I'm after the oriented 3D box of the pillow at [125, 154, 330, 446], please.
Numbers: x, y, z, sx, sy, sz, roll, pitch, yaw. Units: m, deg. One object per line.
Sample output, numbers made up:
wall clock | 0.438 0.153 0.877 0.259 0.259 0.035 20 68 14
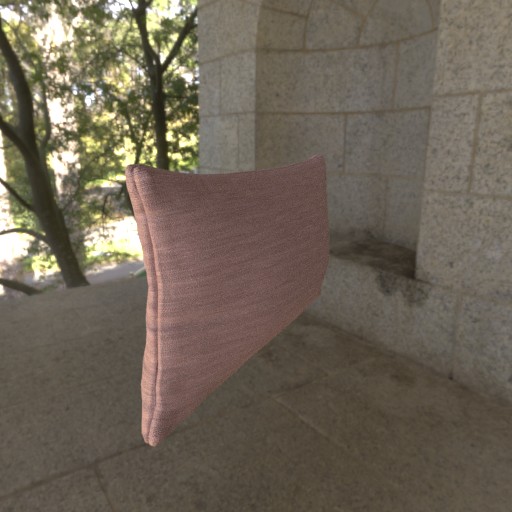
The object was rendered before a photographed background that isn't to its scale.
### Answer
pillow | 0.000 0.000 0.777 0.210 0.338 0.633 7 16 26
